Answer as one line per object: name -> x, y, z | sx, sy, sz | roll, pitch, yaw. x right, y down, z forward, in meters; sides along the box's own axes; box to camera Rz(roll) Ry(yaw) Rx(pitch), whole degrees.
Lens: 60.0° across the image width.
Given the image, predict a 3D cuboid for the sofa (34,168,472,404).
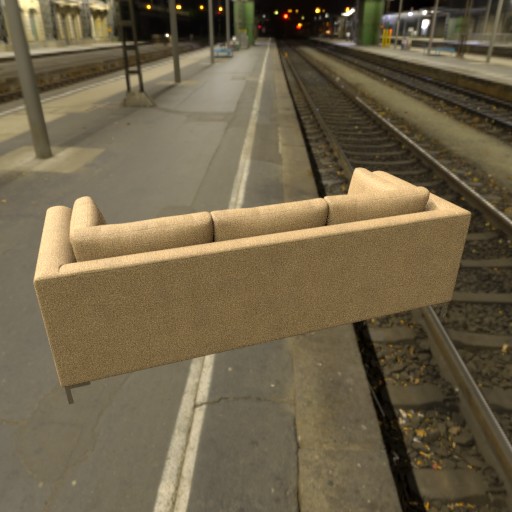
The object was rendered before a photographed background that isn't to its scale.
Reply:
sofa -> 0.000, 0.000, 2.845 | 2.415, 0.867, 0.969 | -9, 28, -17
